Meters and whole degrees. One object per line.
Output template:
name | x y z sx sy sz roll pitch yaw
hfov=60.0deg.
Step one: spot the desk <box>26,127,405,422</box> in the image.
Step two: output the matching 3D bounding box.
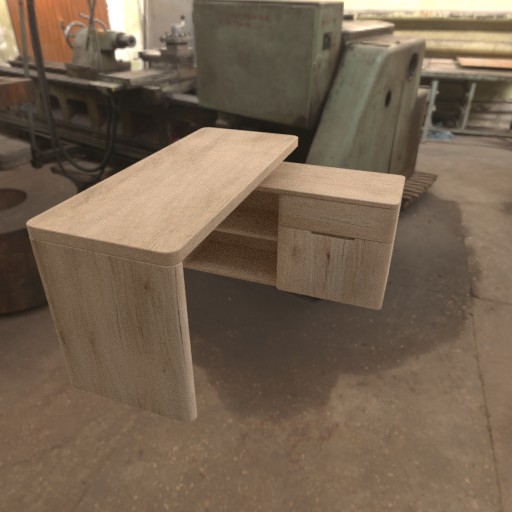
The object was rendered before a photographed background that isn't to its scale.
desk | 0.000 0.000 2.074 1.175 0.770 1.400 11 32 18
